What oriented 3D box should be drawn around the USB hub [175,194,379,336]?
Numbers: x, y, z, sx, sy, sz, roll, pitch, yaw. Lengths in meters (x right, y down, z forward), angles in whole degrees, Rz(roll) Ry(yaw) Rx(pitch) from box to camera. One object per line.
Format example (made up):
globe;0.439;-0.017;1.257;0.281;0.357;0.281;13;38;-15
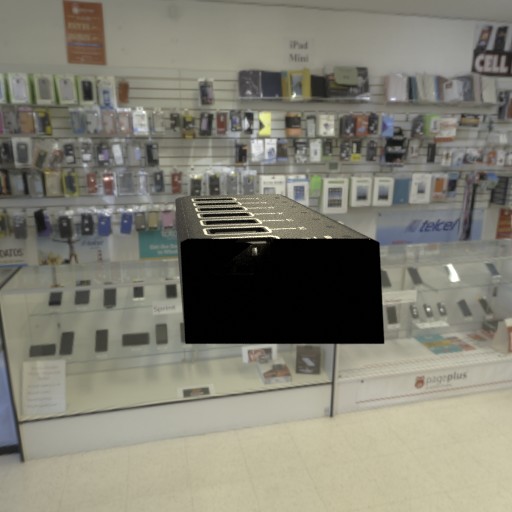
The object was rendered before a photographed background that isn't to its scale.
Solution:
USB hub;0.000;0.000;0.130;0.044;0.023;0.110;-3;15;-10
